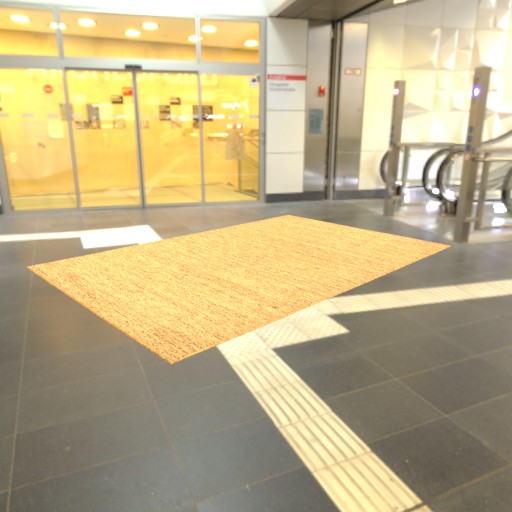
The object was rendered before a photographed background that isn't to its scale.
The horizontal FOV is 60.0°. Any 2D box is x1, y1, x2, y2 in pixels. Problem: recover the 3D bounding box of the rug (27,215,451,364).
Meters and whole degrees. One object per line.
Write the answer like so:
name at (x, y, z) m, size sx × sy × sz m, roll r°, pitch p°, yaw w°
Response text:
rug at (0.000, 0.000, 2.290) m, size 1.840 × 0.013 × 1.225 m, roll -15°, pitch 22°, yaw -42°
